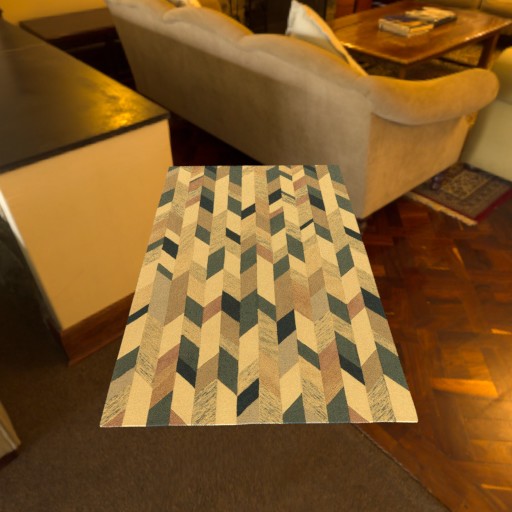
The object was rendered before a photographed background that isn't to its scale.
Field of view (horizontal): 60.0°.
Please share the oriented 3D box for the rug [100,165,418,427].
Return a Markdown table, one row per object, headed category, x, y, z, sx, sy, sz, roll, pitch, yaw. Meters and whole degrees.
| category | x | y | z | sx | sy | sz | roll | pitch | yaw |
| --- | --- | --- | --- | --- | --- | --- | --- | --- | --- |
| rug | 0.000 | 0.000 | 3.007 | 1.513 | 0.008 | 2.423 | -1 | 41 | -1 |
